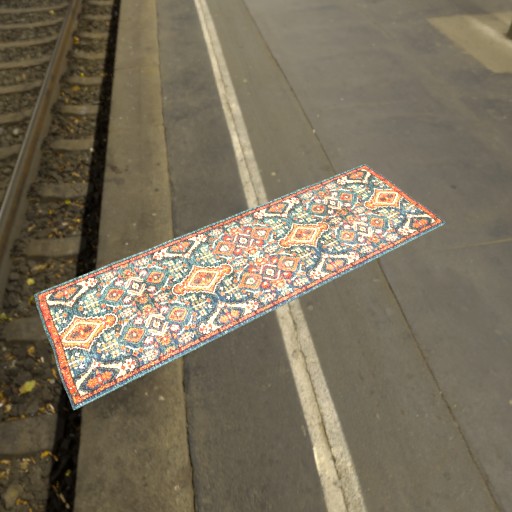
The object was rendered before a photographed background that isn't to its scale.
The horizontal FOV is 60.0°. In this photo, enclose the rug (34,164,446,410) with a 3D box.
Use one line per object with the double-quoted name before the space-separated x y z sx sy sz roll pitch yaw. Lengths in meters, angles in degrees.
"rug" 0.000 0.000 2.704 2.459 0.010 0.801 -24 51 -21
